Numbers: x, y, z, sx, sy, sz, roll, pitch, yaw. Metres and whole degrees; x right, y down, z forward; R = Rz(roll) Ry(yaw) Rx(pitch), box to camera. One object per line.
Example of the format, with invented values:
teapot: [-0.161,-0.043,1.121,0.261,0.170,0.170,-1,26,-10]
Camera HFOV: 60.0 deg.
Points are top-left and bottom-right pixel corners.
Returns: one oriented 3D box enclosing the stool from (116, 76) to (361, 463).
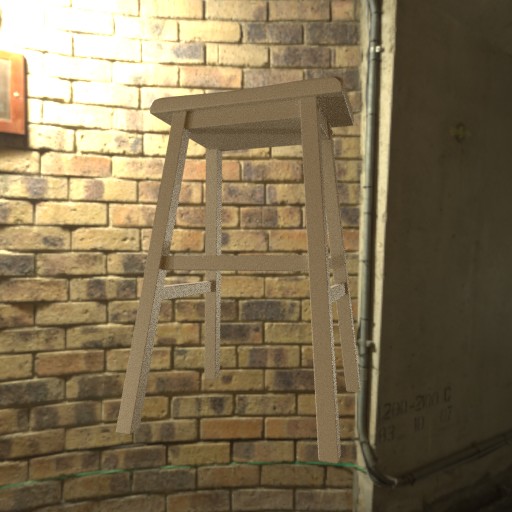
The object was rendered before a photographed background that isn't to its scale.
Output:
stool: [0.000,0.000,1.079,0.457,0.737,0.476,0,-1,18]
